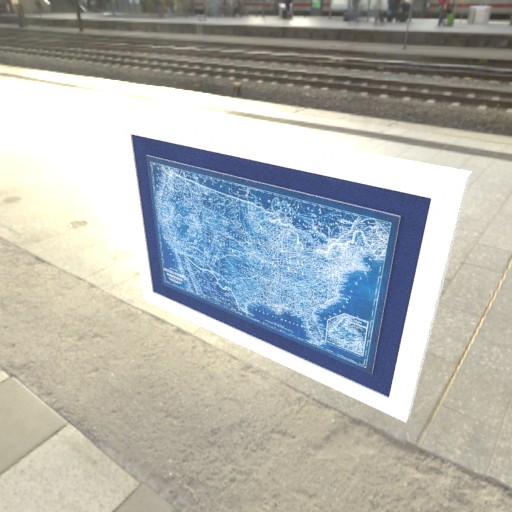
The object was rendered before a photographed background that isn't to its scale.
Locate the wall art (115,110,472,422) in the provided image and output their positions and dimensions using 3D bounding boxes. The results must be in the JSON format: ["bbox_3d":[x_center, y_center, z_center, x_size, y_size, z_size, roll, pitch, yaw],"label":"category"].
[{"bbox_3d":[0.000,0.000,1.665,1.308,0.902,0.051,19,35,29],"label":"wall art"}]
